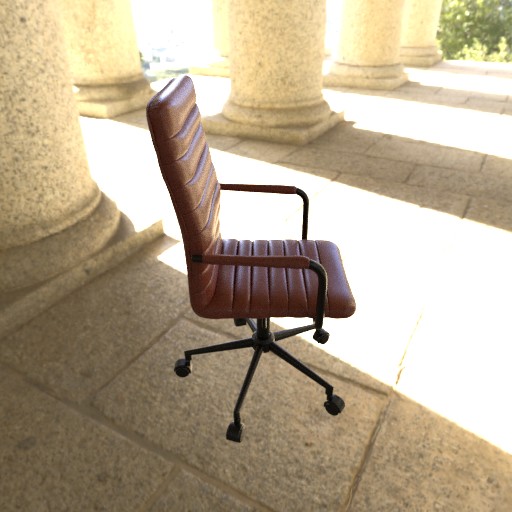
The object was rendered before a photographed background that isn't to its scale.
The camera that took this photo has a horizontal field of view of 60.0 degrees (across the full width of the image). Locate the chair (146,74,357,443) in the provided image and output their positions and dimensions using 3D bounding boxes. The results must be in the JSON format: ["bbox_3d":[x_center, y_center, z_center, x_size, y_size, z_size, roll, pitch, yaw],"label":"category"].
[{"bbox_3d":[0.000,0.000,1.341,0.580,0.979,0.608,0,31,0],"label":"chair"}]
